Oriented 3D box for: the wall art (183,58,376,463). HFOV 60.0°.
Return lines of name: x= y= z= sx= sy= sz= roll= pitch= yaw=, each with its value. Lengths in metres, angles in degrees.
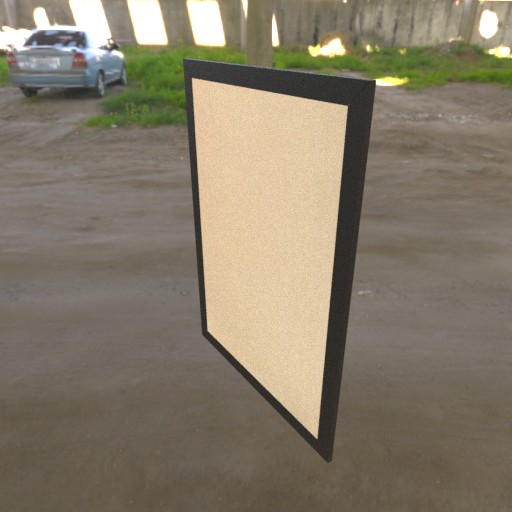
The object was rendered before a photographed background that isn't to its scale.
wall art: x=0.000 y=0.000 z=0.673 sx=0.008 sy=0.530 sz=0.379 roll=-18 pitch=33 yaw=-31
